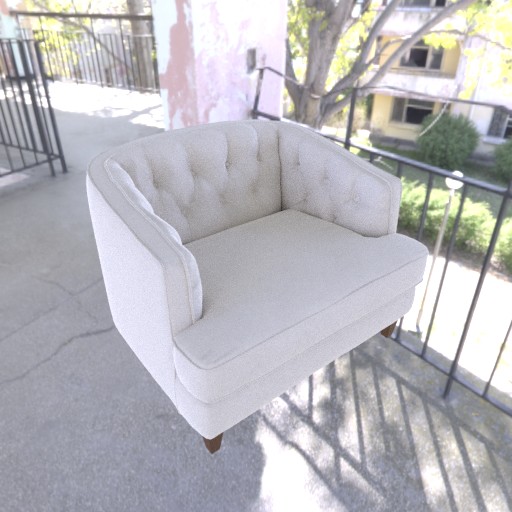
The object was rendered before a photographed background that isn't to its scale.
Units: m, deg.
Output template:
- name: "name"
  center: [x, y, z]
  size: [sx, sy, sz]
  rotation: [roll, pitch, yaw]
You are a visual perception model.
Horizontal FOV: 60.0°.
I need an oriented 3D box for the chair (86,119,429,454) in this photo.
- name: "chair"
  center: [0.000, 0.000, 1.782]
  size: [1.104, 0.852, 0.941]
  rotation: [-22, 37, -32]
